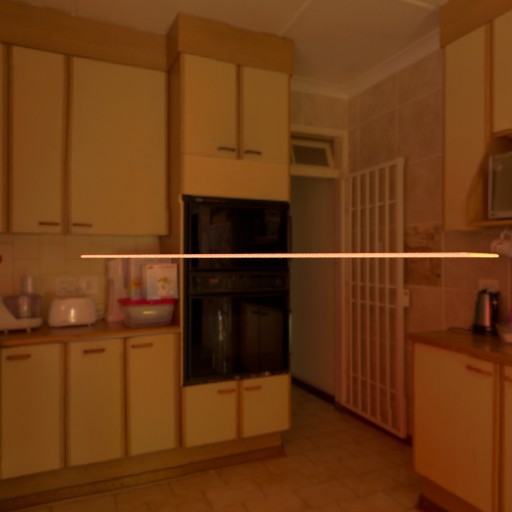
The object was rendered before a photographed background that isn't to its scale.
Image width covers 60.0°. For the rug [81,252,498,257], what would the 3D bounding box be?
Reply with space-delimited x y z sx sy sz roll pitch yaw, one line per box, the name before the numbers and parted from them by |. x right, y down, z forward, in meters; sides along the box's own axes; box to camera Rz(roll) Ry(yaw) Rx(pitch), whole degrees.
rug | 0.000 0.000 2.438 2.276 0.014 0.678 0 0 36
